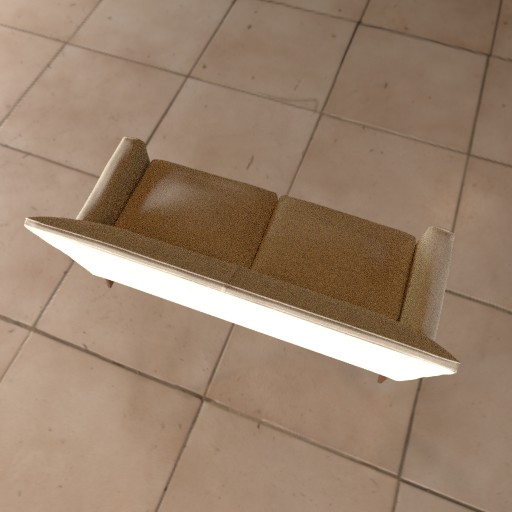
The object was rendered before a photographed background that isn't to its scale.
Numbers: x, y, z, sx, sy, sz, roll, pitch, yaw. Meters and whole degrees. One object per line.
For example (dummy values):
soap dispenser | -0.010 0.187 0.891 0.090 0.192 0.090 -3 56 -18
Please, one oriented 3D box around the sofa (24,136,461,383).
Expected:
sofa | 0.000 0.000 2.463 2.001 0.907 0.841 18 65 9
